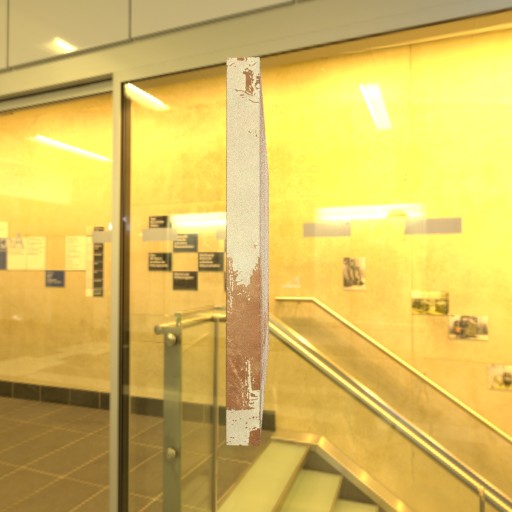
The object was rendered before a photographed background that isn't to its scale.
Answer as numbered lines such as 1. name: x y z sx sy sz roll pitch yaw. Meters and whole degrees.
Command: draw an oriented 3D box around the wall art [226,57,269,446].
1. wall art: 0.000 0.000 0.766 0.035 0.405 0.609 0 -1 3
